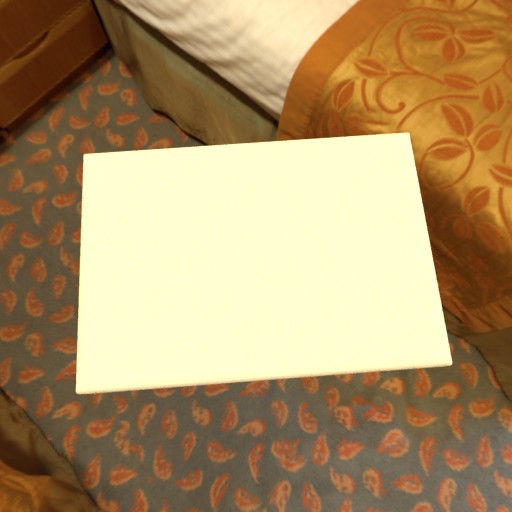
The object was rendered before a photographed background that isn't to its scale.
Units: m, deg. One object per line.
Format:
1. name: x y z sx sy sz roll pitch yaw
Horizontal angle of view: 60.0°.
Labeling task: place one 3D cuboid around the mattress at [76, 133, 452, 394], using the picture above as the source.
1. mattress: 0.000 0.000 2.586 2.000 0.200 1.400 -4 75 -1
